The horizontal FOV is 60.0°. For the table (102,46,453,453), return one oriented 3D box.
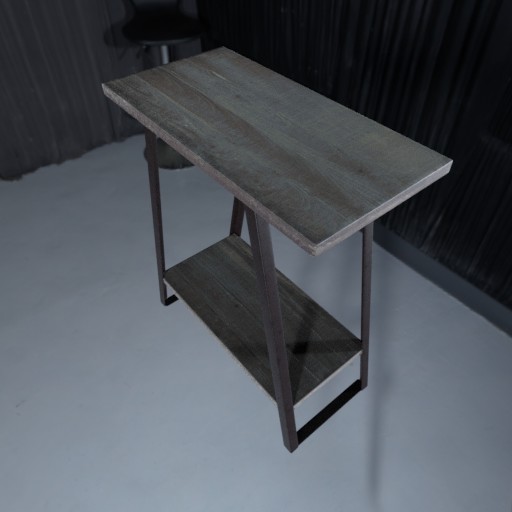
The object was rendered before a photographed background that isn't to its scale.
[{"bbox_3d":[0.000,0.000,1.032,0.300,0.701,0.599,-31,53,-26],"label":"table"}]
